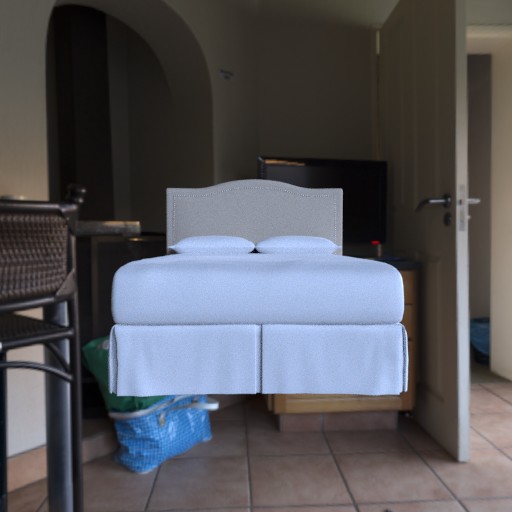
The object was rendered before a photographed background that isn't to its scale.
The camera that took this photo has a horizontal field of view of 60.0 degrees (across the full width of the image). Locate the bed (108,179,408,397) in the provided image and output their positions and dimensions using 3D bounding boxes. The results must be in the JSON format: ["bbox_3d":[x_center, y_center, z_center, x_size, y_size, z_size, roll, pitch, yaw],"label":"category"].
[{"bbox_3d":[0.000,0.000,3.284,1.678,1.398,2.052,0,2,-1],"label":"bed"}]
